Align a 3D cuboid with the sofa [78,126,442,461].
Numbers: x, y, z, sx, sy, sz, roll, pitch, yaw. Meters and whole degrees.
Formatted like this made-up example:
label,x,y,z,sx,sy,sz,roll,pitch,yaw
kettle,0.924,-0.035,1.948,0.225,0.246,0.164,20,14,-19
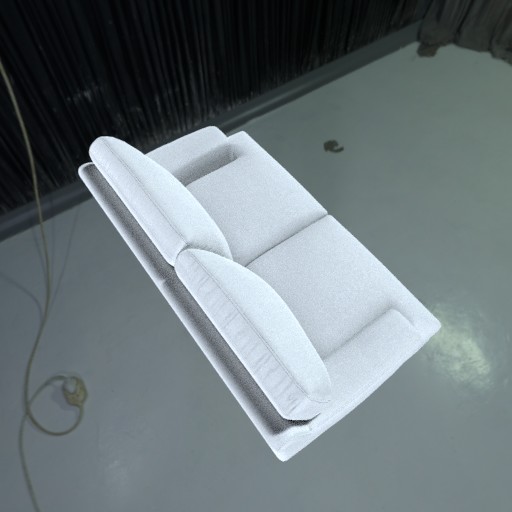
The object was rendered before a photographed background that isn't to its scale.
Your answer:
label,x,y,z,sx,sy,sz,roll,pitch,yaw
sofa,0.000,0.000,2.496,1.143,0.940,1.880,-32,64,-18
